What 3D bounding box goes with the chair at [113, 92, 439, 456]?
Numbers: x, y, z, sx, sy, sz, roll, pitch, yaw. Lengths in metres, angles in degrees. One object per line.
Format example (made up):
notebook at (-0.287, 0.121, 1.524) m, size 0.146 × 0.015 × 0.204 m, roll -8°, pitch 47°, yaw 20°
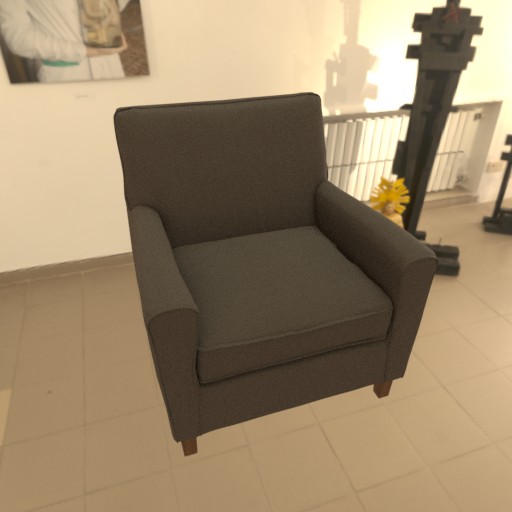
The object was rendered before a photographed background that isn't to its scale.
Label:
chair at (0.000, 0.000, 1.562) m, size 0.836 × 0.911 × 0.831 m, roll -10°, pitch 34°, yaw -16°
